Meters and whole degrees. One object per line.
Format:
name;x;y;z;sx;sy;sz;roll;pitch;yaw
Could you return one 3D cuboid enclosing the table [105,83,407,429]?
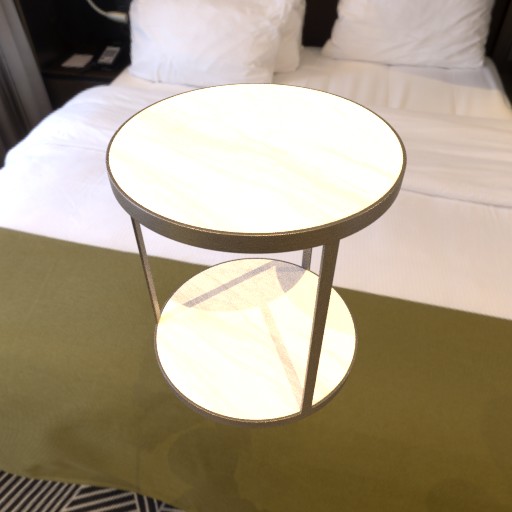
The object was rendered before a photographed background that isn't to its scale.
table;0.000;0.000;0.836;0.445;0.479;0.445;0;43;0
